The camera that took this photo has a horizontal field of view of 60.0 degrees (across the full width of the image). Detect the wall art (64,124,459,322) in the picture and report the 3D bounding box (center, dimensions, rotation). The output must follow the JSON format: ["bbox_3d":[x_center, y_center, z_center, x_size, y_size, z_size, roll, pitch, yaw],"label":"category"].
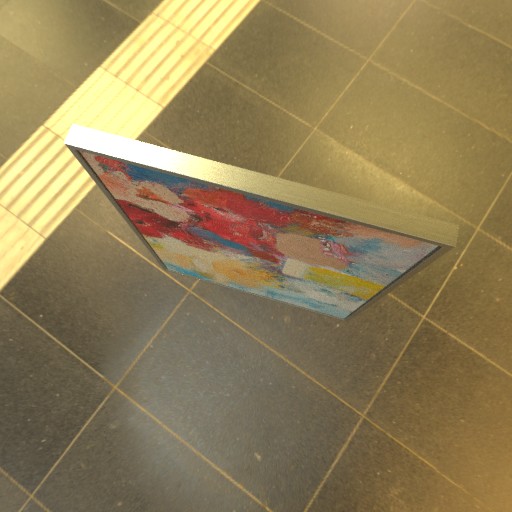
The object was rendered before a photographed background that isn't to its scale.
[{"bbox_3d":[0.000,0.000,0.759,0.444,0.569,0.025,15,74,4],"label":"wall art"}]
